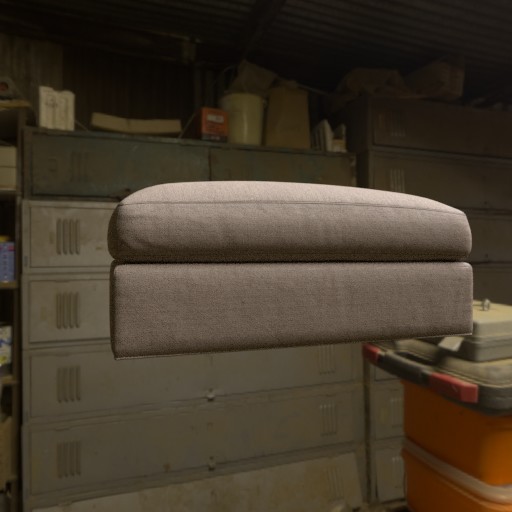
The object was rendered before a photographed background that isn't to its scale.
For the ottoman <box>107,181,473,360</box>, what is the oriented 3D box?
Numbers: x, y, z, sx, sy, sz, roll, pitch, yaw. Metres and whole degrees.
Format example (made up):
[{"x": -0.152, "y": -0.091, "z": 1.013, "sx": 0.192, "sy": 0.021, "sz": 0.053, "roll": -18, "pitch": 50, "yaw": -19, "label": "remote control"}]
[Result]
[{"x": 0.000, "y": 0.000, "z": 1.634, "sx": 1.041, "sy": 0.470, "sz": 1.041, "roll": 0, "pitch": 0, "yaw": -18, "label": "ottoman"}]
